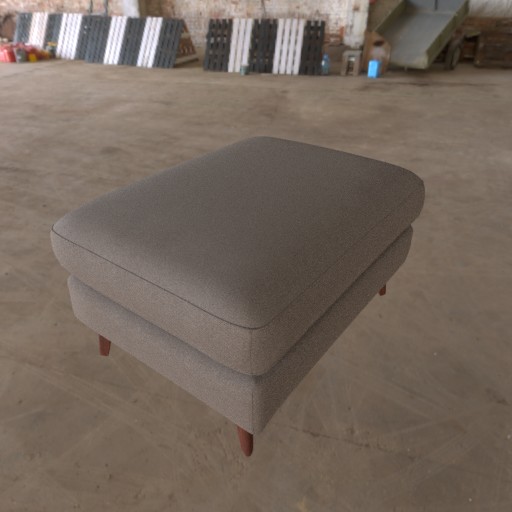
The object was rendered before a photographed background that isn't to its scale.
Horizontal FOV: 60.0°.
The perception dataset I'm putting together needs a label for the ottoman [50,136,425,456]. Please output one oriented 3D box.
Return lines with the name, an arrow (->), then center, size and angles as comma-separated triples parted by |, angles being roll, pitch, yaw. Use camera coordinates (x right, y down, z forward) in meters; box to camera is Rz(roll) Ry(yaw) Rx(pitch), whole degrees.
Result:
ottoman -> 0.000, 0.000, 1.172 | 0.608, 0.449, 0.811 | 22, 38, 31
